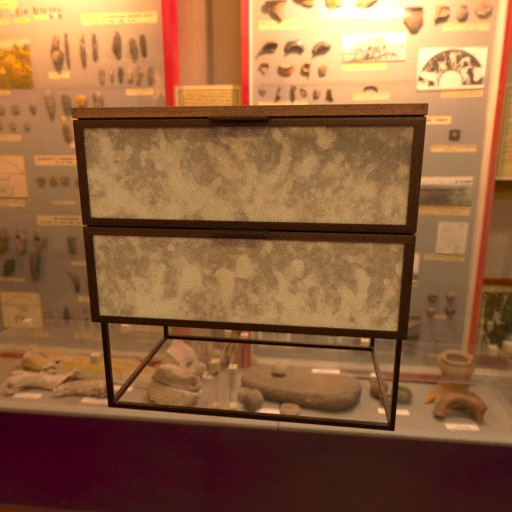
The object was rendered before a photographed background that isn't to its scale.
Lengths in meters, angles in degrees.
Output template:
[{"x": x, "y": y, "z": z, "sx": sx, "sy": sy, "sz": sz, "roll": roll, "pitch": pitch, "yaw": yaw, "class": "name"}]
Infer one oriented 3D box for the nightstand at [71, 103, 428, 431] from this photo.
[{"x": 0.000, "y": 0.000, "z": 0.999, "sx": 0.605, "sy": 0.611, "sz": 0.427, "roll": 2, "pitch": 14, "yaw": 8, "class": "nightstand"}]
